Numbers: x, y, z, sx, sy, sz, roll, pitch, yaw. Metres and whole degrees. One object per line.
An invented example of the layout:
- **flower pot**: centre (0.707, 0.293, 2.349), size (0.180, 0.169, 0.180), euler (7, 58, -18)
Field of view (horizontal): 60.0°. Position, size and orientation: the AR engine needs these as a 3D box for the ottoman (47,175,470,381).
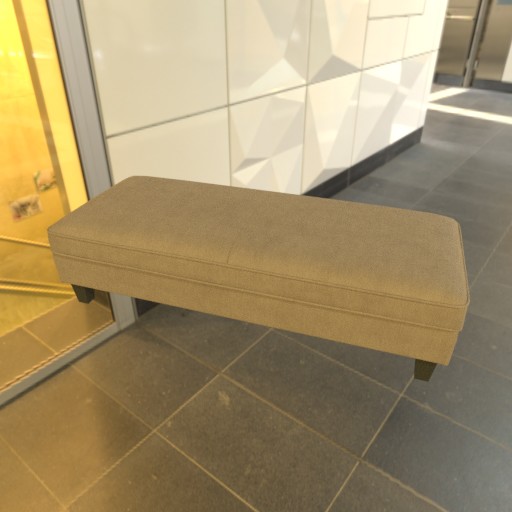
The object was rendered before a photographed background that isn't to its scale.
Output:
- **ottoman**: centre (0.000, 0.000, 2.092), size (1.764, 0.470, 0.751), euler (10, 32, 16)
